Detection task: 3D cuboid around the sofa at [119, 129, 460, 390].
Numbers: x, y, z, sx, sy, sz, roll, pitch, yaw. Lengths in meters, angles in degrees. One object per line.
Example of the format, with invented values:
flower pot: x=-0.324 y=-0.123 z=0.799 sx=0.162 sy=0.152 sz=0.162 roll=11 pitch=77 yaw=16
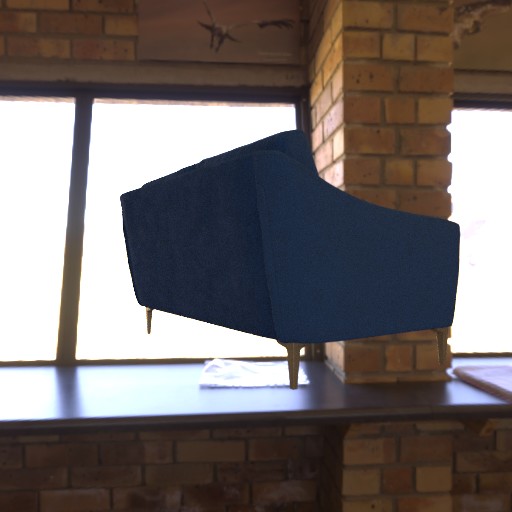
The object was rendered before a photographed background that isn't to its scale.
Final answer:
sofa: x=0.000 y=0.000 z=2.206 sx=0.960 sy=0.902 sz=1.619 roll=0 pitch=0 yaw=-36
